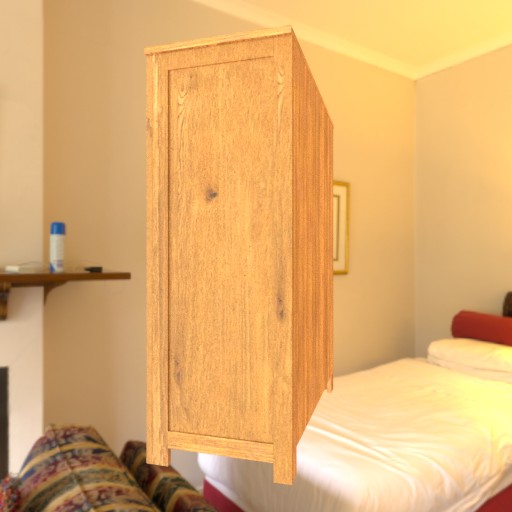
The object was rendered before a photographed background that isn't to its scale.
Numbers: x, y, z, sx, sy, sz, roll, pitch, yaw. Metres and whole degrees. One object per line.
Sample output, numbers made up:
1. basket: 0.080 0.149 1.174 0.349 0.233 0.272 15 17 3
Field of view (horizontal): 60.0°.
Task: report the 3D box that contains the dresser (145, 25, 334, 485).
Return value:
1. dresser: 0.000 0.000 1.964 0.558 1.431 1.081 0 0 17
